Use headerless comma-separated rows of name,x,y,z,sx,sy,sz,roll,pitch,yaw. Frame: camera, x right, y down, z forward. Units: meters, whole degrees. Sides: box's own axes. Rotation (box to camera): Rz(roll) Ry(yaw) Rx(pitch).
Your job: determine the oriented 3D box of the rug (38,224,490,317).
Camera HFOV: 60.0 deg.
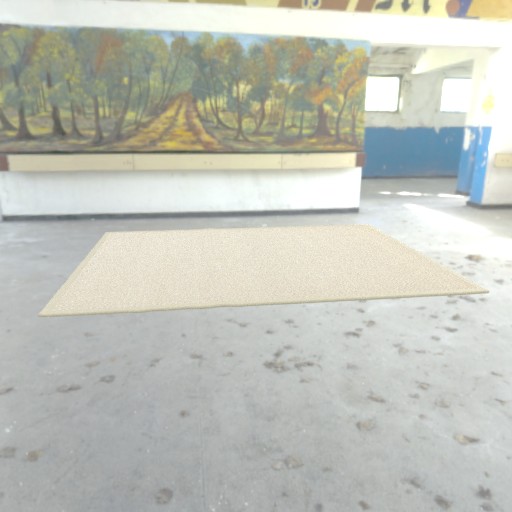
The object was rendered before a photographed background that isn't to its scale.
rug,0.000,0.000,4.829,3.659,0.037,2.734,-2,16,-8
